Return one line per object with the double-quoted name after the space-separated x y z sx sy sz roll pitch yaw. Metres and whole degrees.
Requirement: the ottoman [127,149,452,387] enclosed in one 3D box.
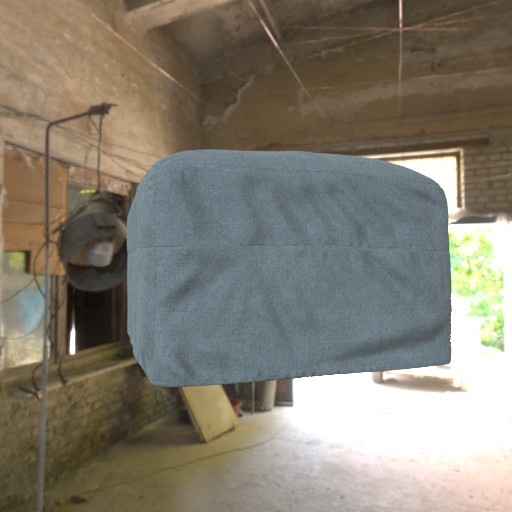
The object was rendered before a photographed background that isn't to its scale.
0.000 0.000 1.241 0.683 0.481 0.837 0 -2 -18 "ottoman"
